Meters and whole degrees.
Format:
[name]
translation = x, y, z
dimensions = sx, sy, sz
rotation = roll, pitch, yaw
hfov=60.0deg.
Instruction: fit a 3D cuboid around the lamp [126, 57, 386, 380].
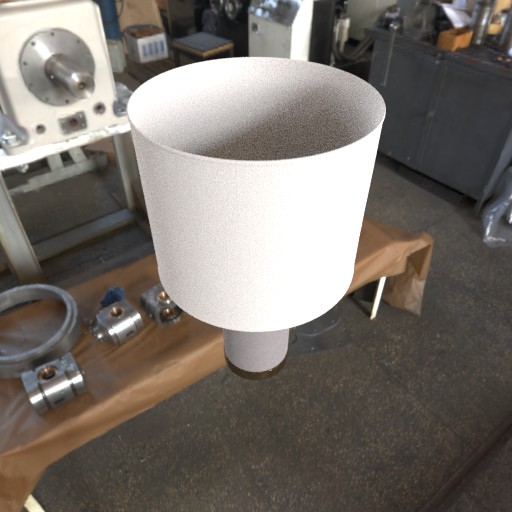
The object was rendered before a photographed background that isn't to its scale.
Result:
[lamp]
translation = 0.000, 0.000, 0.525
dimensions = 0.229, 0.380, 0.229
rotation = 0, 41, 0
